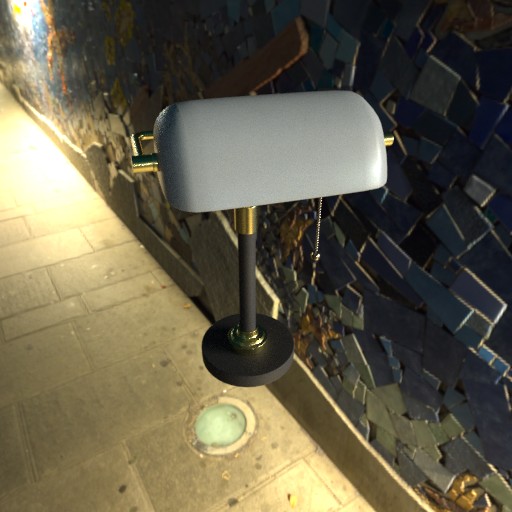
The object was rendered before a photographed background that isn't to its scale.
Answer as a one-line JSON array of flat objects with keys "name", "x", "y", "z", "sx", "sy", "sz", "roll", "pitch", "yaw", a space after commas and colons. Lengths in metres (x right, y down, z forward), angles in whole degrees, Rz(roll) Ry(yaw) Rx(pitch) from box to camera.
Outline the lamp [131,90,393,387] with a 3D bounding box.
[{"name": "lamp", "x": 0.000, "y": 0.000, "z": 0.559, "sx": 0.269, "sy": 0.404, "sz": 0.227, "roll": -9, "pitch": 33, "yaw": -15}]
